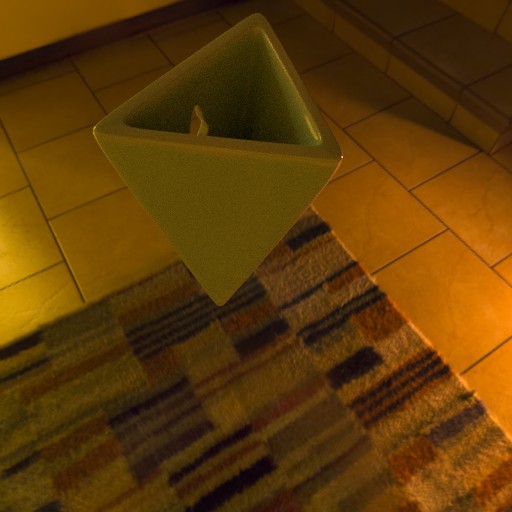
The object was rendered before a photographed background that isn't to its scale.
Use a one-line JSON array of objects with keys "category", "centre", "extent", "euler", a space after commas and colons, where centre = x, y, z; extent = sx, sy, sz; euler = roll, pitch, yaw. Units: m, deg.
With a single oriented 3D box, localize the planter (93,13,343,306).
[{"category": "planter", "centre": [0.000, 0.000, 0.211], "extent": [0.064, 0.178, 0.080], "euler": [33, 63, 19]}]
